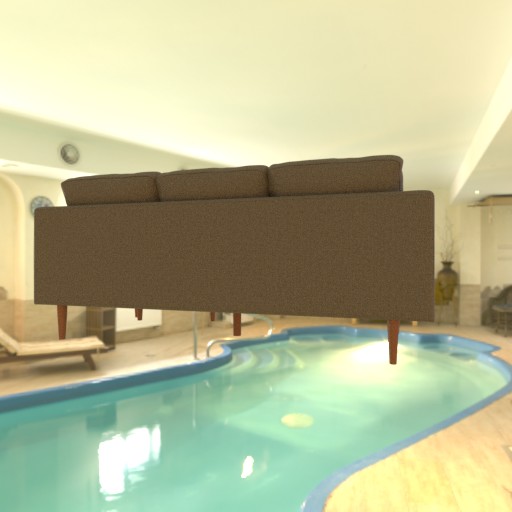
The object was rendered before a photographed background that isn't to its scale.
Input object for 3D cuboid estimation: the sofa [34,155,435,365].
[{"bbox_3d":[0.000,0.000,2.822,2.031,0.897,1.591,0,0,19],"label":"sofa"}]
